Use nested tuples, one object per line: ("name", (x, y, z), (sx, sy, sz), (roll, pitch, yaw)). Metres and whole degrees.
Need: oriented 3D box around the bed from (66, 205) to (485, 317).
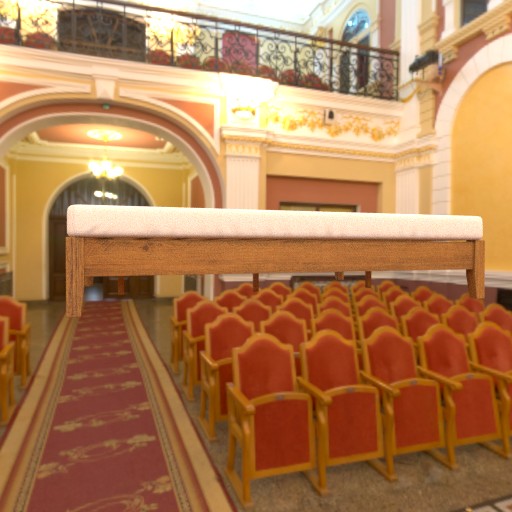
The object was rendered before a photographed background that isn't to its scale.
("bed", (0.000, 0.000, 2.703), (2.016, 0.431, 1.536), (0, 1, -19))
